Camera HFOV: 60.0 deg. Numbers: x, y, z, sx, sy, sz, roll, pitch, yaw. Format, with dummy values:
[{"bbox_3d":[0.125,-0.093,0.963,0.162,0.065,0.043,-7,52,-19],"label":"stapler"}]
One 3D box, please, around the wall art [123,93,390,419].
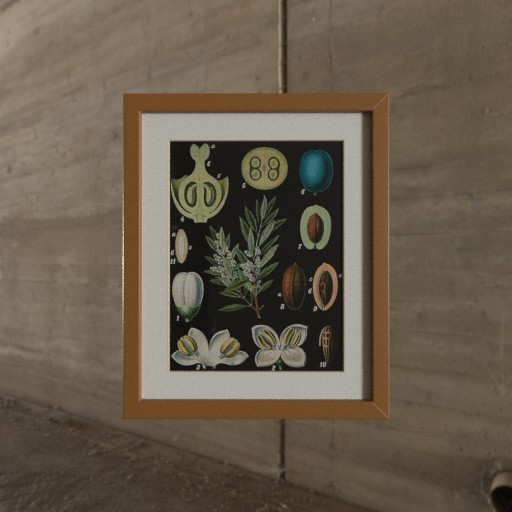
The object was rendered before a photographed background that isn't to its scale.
[{"bbox_3d":[0.000,0.000,0.756,0.449,0.550,0.021,0,0,0],"label":"wall art"}]
